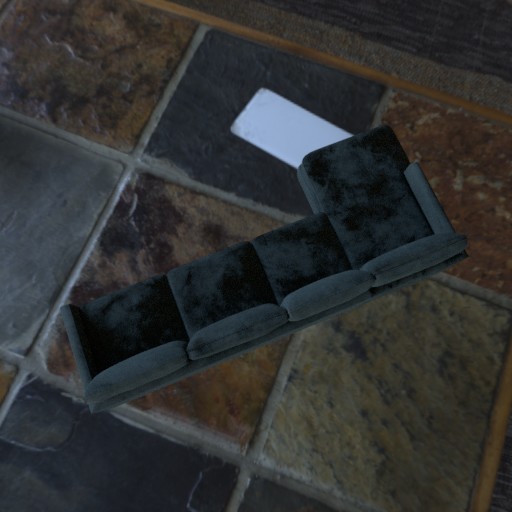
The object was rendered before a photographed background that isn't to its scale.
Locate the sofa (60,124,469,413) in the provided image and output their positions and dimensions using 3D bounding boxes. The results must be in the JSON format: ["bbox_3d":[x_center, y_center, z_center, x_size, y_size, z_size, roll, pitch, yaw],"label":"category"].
[{"bbox_3d":[0.000,0.000,4.011,3.400,0.967,1.500,-22,77,-5],"label":"sofa"}]
